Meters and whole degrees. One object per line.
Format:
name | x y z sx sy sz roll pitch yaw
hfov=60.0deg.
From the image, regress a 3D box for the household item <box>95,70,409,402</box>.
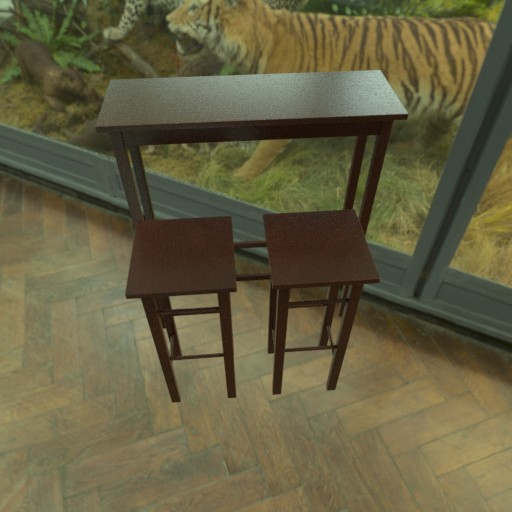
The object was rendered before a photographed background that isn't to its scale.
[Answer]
household item | 0.000 0.000 1.648 0.914 1.067 0.676 -3 46 -3
